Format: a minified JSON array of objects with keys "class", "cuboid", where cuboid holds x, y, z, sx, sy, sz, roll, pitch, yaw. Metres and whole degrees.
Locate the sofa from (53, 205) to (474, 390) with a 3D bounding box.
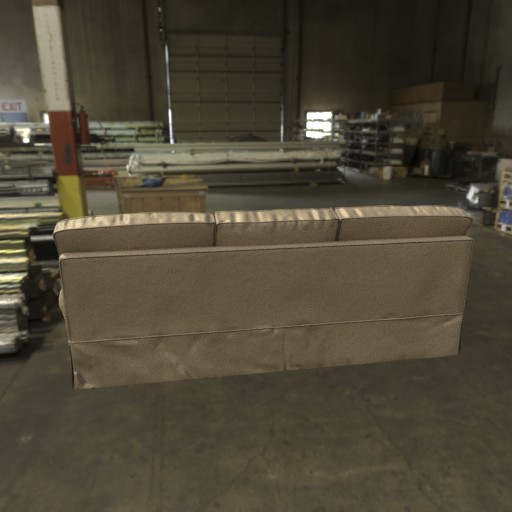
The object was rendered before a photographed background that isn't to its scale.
[{"class":"sofa","cuboid":[0.000,0.000,3.359,2.475,0.978,1.733,-3,17,-9]}]
